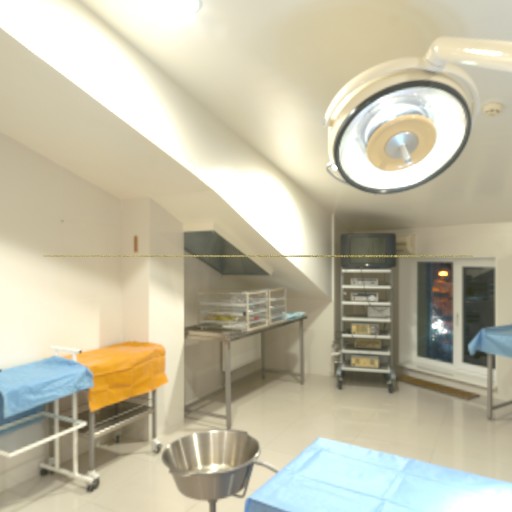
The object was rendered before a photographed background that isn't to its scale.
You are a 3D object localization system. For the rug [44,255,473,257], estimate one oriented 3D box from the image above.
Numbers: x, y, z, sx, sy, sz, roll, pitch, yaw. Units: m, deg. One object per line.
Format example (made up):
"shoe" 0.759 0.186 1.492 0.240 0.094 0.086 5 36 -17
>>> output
"rug" 0.000 0.000 2.835 2.297 0.007 1.529 0 0 35
